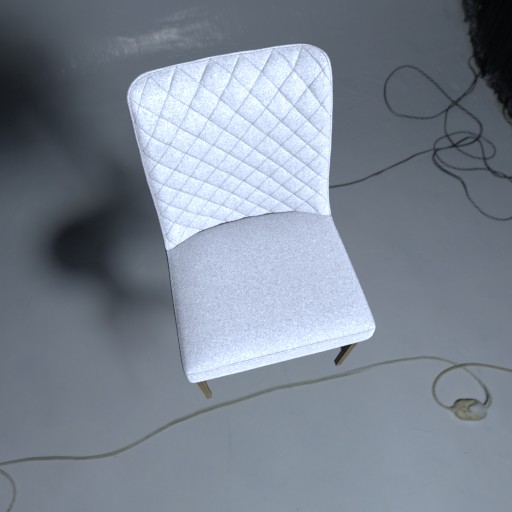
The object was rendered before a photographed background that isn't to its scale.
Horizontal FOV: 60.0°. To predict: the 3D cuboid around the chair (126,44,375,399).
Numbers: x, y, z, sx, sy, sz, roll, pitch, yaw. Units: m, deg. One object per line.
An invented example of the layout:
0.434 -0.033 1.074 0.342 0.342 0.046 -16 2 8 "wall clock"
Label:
0.000 0.000 1.242 0.508 0.889 0.587 -13 65 -6 "chair"
